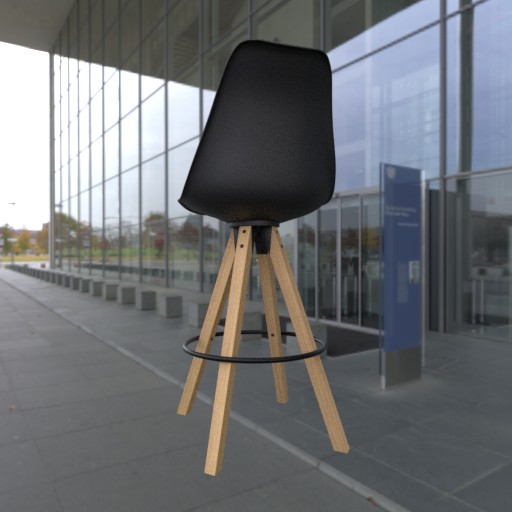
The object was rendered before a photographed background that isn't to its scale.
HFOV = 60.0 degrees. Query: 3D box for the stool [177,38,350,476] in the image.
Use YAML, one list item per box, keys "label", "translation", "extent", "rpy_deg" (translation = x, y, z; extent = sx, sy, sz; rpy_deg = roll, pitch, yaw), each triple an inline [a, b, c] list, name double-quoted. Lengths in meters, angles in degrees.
- label: "stool"
  translation: [0.000, 0.000, 1.405]
  extent: [0.485, 1.115, 0.550]
  rpy_deg: [0, 0, -19]
